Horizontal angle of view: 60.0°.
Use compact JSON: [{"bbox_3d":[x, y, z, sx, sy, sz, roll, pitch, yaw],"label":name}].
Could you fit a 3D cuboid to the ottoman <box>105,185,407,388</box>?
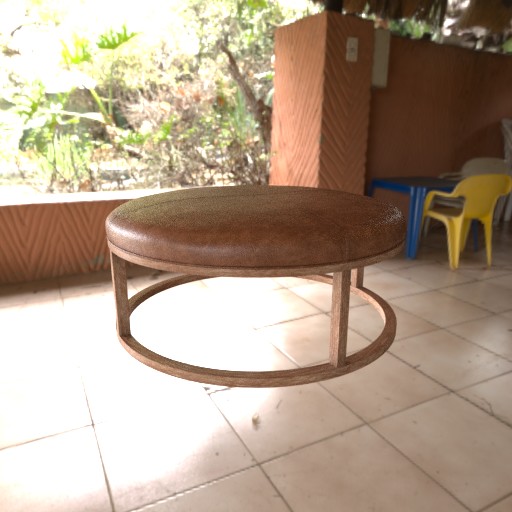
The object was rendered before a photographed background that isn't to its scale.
[{"bbox_3d":[0.000,0.000,1.587,1.006,0.445,1.006,0,16,0],"label":"ottoman"}]
